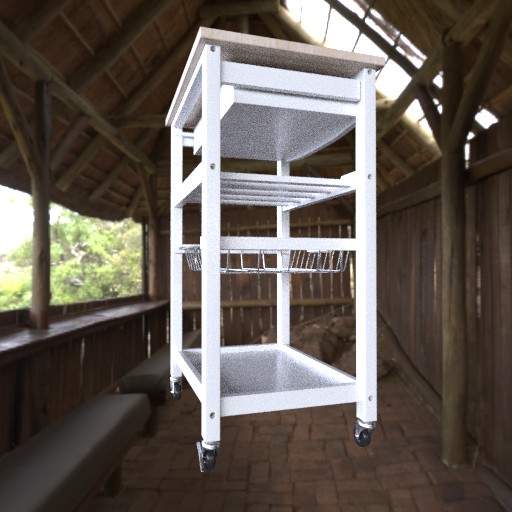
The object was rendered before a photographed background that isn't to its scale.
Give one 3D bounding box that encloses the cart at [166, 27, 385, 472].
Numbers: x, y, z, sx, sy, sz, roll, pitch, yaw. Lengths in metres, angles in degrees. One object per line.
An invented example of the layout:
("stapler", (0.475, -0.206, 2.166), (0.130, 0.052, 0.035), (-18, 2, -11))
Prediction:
("cart", (0.000, 0.000, 1.167), (0.406, 0.857, 0.578), (0, -1, -18))
